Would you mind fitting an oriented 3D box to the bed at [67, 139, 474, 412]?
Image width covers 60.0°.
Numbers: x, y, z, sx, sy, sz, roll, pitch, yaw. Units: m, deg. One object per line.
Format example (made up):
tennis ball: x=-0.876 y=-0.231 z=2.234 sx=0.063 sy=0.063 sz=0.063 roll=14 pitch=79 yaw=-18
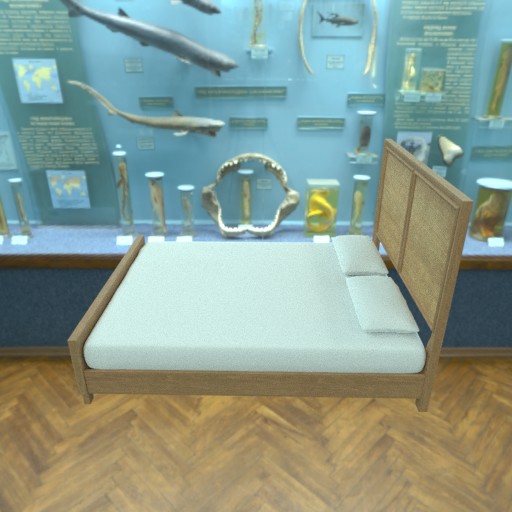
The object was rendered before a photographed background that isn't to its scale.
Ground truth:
bed: x=0.000 y=0.000 z=3.232 sx=2.184 sy=1.387 sz=1.606 roll=1 pitch=25 yaw=1
